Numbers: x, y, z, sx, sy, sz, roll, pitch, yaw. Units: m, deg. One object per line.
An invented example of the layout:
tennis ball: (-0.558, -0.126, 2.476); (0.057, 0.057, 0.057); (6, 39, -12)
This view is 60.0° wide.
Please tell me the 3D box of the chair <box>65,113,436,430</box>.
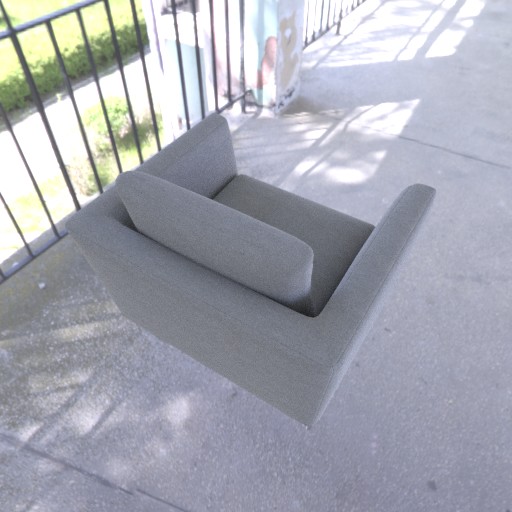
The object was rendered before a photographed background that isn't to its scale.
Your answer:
chair: (0.000, 0.000, 1.747); (1.041, 0.864, 0.889); (25, 52, 21)
